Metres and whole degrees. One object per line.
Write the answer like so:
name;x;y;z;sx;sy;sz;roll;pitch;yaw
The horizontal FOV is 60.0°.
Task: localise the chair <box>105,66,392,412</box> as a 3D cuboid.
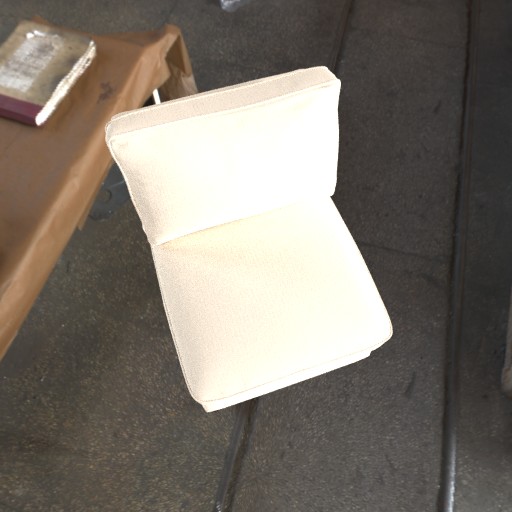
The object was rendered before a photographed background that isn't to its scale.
chair;0.000;0.000;1.401;0.630;0.887;0.781;-17;65;-8
